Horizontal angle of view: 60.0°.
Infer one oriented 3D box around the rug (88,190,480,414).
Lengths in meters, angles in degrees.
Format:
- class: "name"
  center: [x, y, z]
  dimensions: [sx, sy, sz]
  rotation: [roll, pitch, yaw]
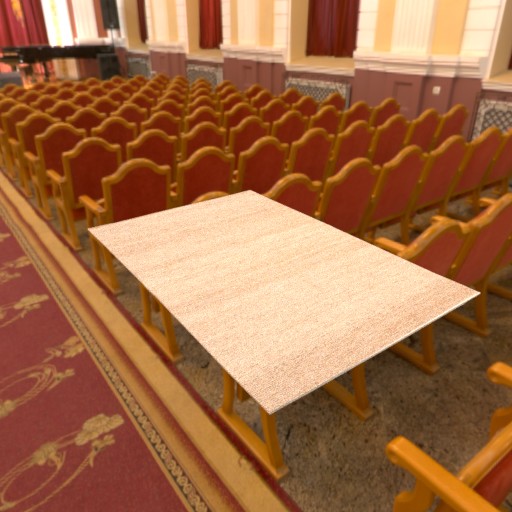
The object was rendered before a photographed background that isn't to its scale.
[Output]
- class: "rug"
  center: [0.000, 0.000, 3.037]
  dimensions: [1.574, 0.029, 2.346]
  rotation: [-18, 32, -32]
